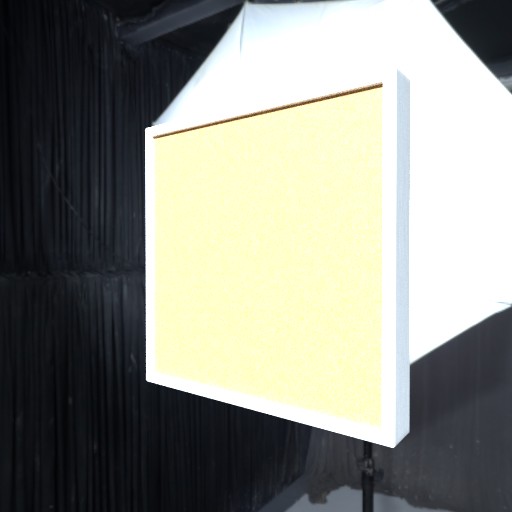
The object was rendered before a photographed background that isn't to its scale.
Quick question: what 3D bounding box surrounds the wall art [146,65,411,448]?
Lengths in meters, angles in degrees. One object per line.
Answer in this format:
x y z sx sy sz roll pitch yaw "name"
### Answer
0.000 0.000 0.458 0.305 0.305 0.038 1 1 37 "wall art"
